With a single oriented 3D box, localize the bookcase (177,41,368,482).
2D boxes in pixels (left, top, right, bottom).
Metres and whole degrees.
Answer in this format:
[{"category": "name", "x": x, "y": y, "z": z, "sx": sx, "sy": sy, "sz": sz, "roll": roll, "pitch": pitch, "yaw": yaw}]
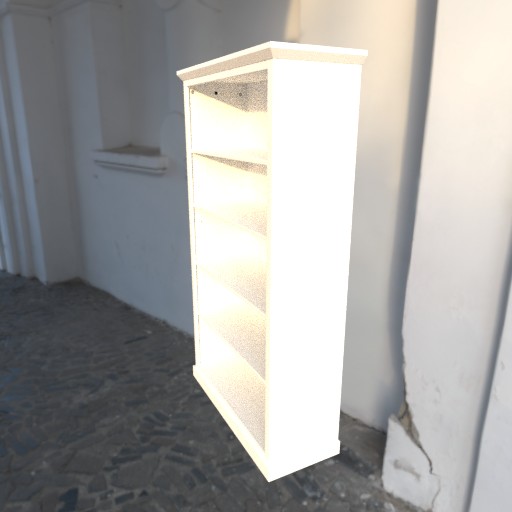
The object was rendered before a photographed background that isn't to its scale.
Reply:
[{"category": "bookcase", "x": 0.000, "y": 0.000, "z": 2.334, "sx": 0.432, "sy": 1.880, "sz": 1.050, "roll": -8, "pitch": 19, "yaw": -26}]
